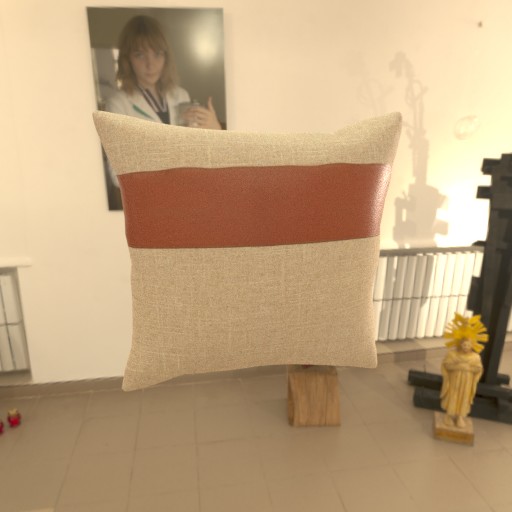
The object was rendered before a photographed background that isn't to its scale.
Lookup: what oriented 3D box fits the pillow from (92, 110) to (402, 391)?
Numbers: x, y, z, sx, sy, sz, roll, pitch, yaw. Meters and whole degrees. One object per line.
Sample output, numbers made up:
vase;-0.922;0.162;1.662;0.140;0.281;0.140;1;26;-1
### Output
pillow;0.000;0.000;0.640;0.414;0.399;0.173;-3;16;-9
